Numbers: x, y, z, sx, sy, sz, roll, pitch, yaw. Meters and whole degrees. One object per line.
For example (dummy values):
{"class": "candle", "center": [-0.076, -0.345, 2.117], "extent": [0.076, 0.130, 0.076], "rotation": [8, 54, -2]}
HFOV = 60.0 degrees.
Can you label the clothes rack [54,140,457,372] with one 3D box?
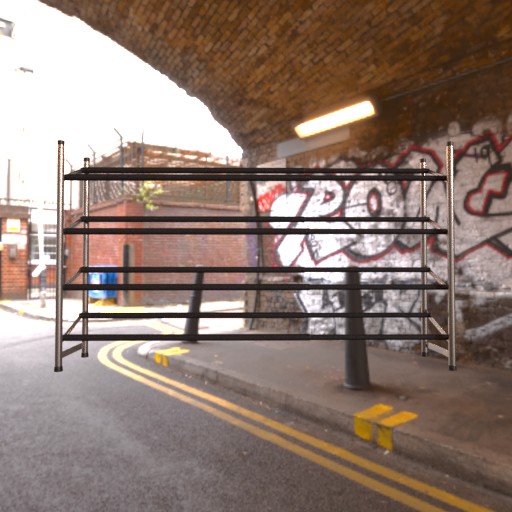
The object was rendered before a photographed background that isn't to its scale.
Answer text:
{"class": "clothes rack", "center": [0.000, 0.000, 1.399], "extent": [1.168, 0.672, 0.229], "rotation": [0, -1, -1]}
